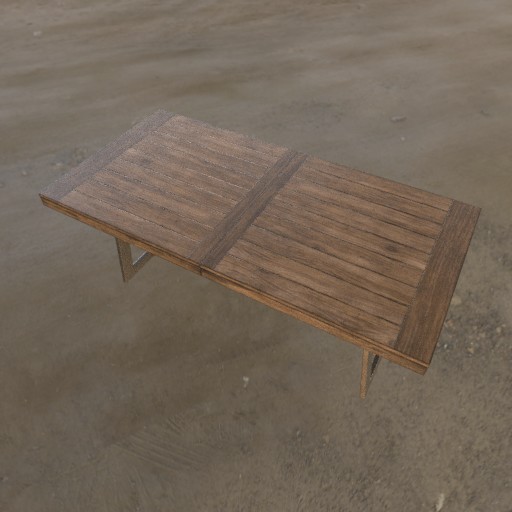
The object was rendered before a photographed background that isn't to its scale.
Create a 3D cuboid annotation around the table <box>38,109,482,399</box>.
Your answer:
[{"bbox_3d":[0.000,0.000,2.358,1.867,0.757,0.931,22,50,20],"label":"table"}]
